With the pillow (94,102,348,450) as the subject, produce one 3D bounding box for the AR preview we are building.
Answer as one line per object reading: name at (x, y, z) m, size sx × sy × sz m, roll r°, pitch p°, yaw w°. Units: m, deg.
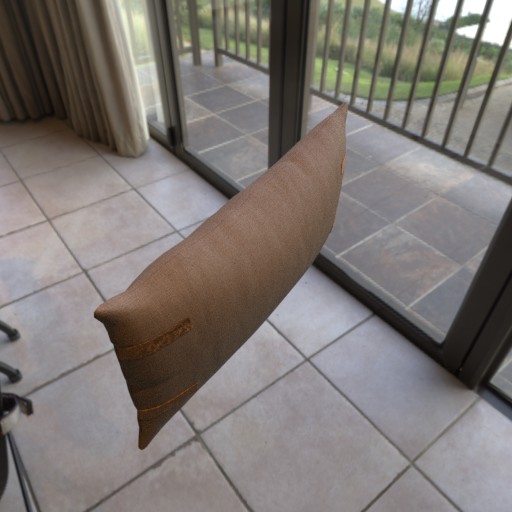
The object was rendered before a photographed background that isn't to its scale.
pillow at (0.000, 0.000, 0.734) m, size 0.148 × 0.308 × 0.612 m, roll 24°, pitch 48°, yaw 24°
